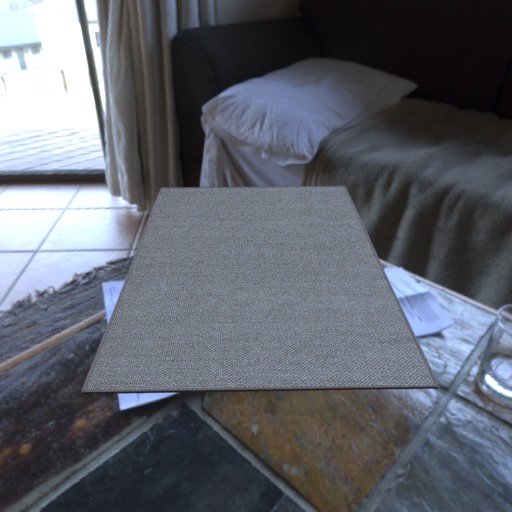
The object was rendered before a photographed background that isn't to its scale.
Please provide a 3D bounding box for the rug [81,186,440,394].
[{"bbox_3d":[0.000,0.000,2.748,1.517,0.013,2.115,-1,32,-1],"label":"rug"}]
